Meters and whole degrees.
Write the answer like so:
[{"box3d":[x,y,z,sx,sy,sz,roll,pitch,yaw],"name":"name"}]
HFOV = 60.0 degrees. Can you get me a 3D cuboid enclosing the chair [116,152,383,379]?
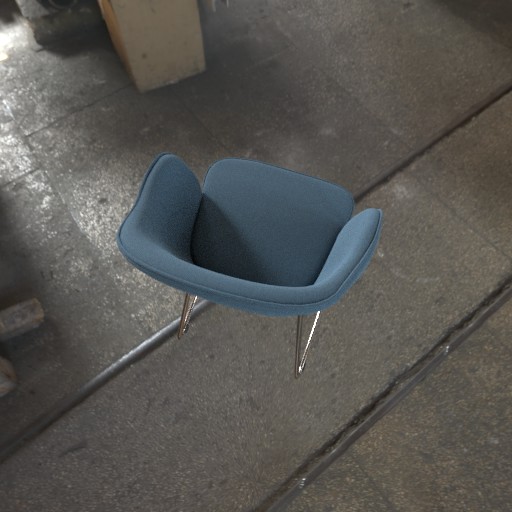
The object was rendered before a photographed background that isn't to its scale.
[{"box3d":[0.000,0.000,1.225,0.570,0.815,0.585,17,64,8],"name":"chair"}]
